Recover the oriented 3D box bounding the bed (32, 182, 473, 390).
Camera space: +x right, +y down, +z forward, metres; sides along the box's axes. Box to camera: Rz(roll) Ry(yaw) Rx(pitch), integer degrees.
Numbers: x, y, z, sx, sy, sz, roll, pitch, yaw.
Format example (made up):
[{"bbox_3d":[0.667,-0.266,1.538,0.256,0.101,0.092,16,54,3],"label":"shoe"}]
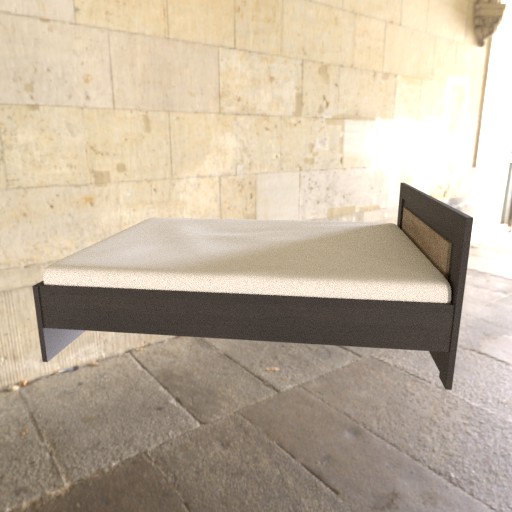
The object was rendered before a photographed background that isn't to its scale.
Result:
[{"bbox_3d":[0.000,0.000,2.873,2.073,0.823,1.585,2,15,8],"label":"bed"}]
